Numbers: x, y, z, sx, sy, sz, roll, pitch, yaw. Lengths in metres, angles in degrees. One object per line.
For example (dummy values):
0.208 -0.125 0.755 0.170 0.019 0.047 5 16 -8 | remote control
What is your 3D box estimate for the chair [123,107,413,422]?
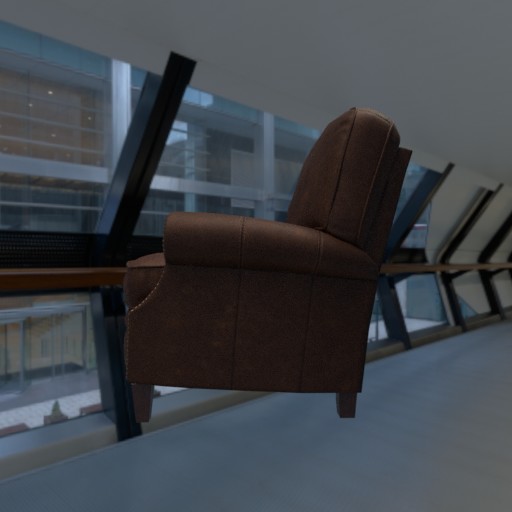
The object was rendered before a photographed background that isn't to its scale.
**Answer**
0.000 0.000 1.738 0.986 1.018 0.936 0 1 -1 | chair
